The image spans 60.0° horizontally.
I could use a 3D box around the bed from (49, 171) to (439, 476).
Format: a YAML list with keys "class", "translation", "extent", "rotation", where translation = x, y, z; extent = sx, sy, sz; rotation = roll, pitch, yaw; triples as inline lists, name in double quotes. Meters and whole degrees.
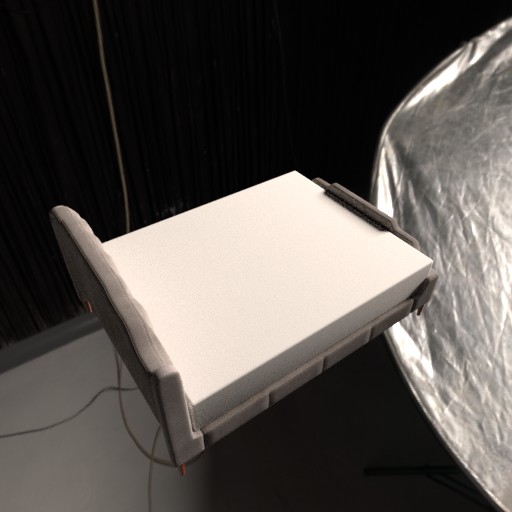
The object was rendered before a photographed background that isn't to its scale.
- class: "bed"
  translation: [0.000, 0.000, 3.294]
  extent: [2.340, 1.245, 1.676]
  rotation: [-25, 47, -26]
